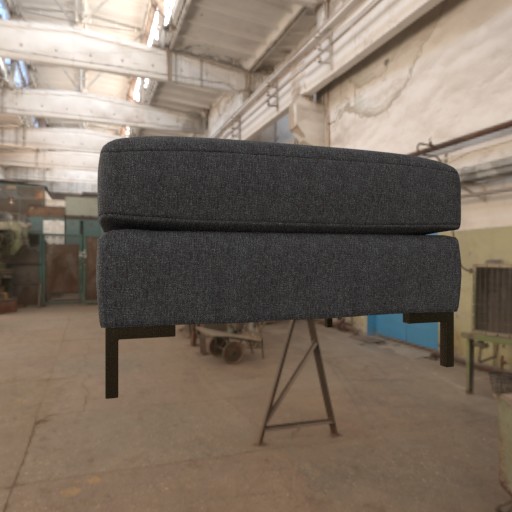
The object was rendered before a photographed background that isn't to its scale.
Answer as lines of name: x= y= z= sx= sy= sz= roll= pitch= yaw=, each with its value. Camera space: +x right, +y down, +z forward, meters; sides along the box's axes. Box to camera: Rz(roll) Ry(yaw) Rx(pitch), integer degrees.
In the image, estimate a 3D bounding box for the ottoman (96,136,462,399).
ottoman: x=0.000 y=0.000 z=1.252 sx=0.831 sy=0.533 sz=0.695 roll=0 pitch=0 yaw=-18
